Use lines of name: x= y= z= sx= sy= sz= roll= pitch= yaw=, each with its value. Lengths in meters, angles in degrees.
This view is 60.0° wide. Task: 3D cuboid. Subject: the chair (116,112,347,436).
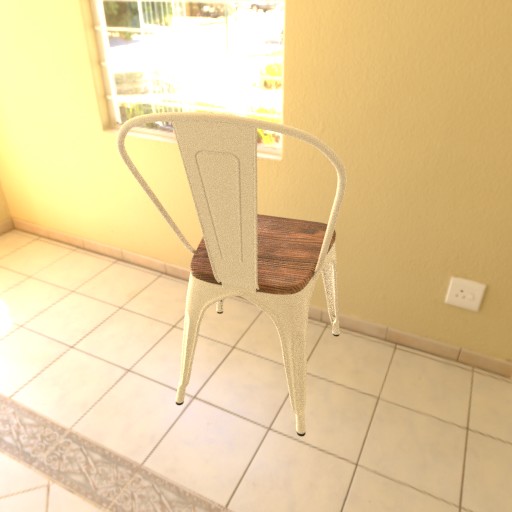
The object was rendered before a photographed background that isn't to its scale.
chair: x=0.000 y=0.000 z=1.160 sx=0.452 sy=0.851 sz=0.521 roll=9 pitch=33 yaw=14
